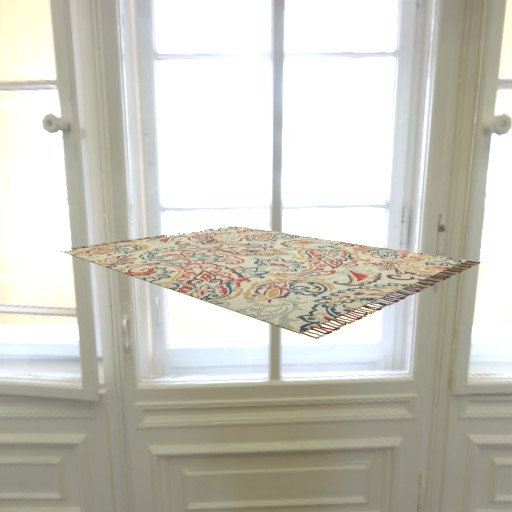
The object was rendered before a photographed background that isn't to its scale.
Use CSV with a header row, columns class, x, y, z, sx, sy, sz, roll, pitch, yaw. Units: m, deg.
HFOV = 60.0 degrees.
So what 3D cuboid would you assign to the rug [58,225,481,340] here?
class,x,y,z,sx,sy,sz,roll,pitch,yaw
rug,0.000,0.000,4.254,3.274,0.015,2.439,12,17,43
